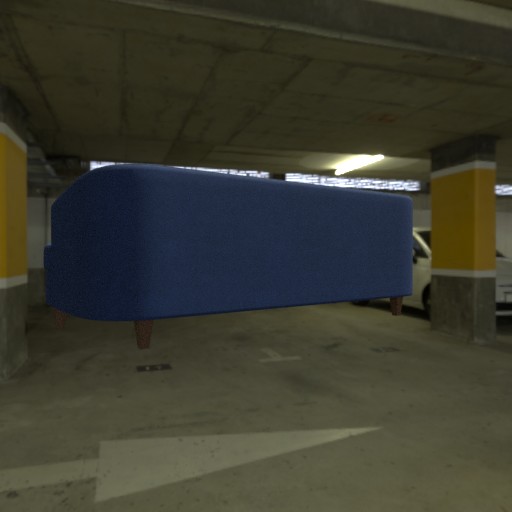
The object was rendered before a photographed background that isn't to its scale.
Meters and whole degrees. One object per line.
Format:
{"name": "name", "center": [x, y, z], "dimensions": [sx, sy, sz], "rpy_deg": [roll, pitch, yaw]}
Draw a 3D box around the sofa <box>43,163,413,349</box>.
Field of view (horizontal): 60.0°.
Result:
{"name": "sofa", "center": [0.000, 0.000, 2.708], "dimensions": [2.235, 0.787, 0.914], "rpy_deg": [0, 1, -35]}
